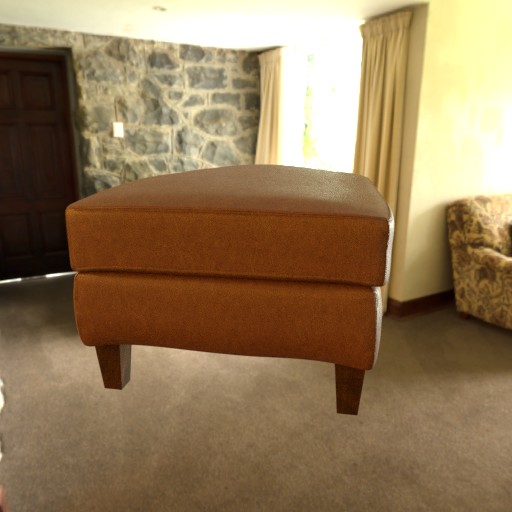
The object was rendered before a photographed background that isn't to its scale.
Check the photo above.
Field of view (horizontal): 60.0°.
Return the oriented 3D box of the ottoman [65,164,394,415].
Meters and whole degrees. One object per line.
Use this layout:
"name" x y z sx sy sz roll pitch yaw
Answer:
"ottoman" 0.000 0.000 1.251 0.650 0.485 0.851 3 15 10
